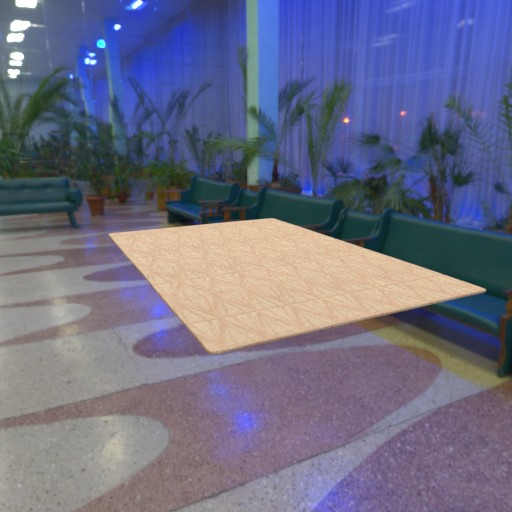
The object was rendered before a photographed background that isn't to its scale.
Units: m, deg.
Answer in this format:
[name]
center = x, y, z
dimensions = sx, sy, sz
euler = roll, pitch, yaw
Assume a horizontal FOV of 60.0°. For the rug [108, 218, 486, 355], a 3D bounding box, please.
[rug]
center = 0.000, 0.000, 3.058
dimensions = 1.609, 0.015, 2.390
euler = -8, 17, -26
